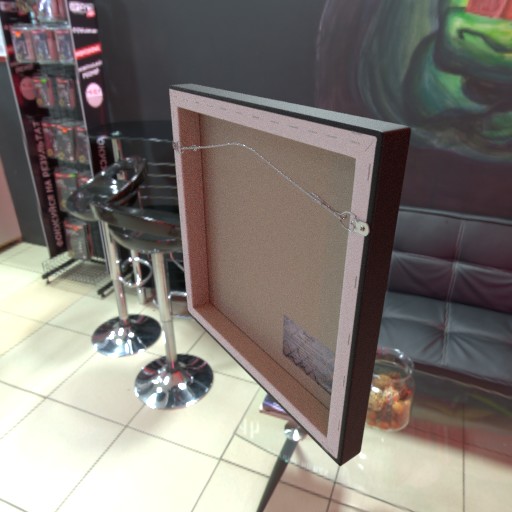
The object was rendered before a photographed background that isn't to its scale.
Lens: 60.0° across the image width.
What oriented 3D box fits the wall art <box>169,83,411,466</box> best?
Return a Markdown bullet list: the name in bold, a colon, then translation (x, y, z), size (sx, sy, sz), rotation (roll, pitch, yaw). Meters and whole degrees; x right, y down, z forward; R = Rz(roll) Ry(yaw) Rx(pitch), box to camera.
- **wall art**: translation (0.000, 0.000, 0.607), size (0.041, 0.407, 0.406), rotation (-18, 32, -31)
